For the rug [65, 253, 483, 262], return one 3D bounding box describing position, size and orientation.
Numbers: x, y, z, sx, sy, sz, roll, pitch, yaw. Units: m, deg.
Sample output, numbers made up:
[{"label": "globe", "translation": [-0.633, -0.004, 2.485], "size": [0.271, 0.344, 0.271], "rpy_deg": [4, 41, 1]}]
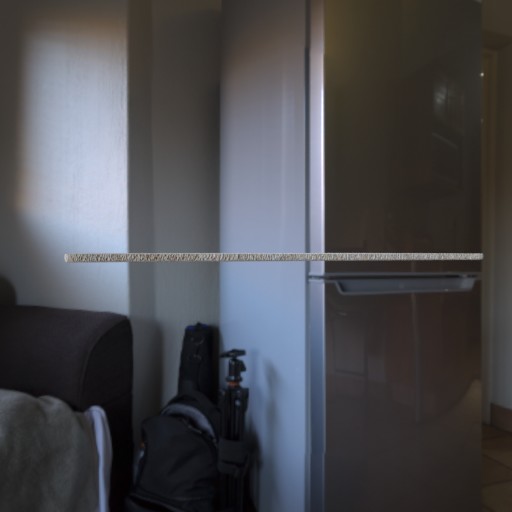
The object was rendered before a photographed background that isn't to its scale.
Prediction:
[{"label": "rug", "translation": [0.000, 0.000, 2.136], "size": [1.600, 0.025, 1.199], "rpy_deg": [0, 1, -18]}]
